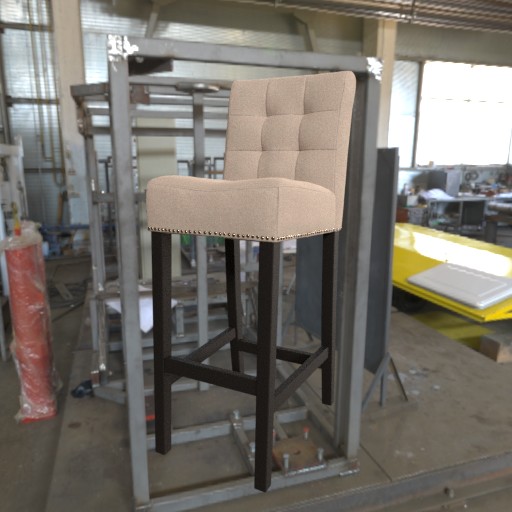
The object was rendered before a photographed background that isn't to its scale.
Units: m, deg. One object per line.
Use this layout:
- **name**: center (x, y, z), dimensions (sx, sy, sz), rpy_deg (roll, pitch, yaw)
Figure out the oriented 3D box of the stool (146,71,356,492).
- **stool**: center (0.000, 0.000, 1.280), dimensions (0.411, 1.047, 0.548), rpy_deg (6, 14, 26)
